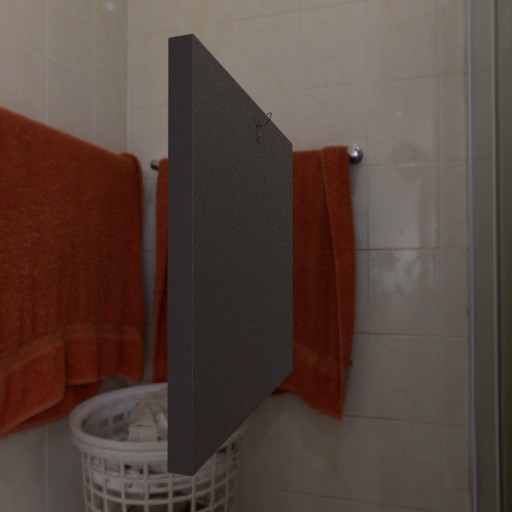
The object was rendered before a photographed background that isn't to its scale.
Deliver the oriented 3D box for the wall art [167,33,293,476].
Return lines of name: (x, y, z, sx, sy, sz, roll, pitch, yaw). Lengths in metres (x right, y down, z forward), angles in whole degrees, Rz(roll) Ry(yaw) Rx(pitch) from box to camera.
wall art: (0.000, 0.000, 0.516, 0.038, 0.349, 0.349, 0, -1, 18)
